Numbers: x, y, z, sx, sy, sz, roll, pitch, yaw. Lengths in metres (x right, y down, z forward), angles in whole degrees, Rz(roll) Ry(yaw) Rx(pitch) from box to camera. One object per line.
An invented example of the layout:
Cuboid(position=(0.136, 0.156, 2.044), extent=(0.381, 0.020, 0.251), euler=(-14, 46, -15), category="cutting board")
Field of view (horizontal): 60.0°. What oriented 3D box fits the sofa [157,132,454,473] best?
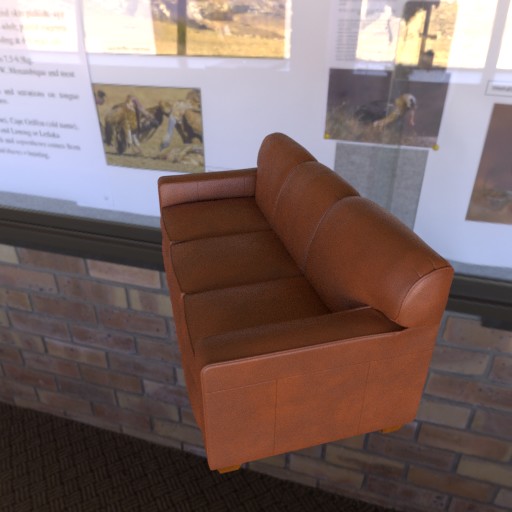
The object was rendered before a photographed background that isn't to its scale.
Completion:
Cuboid(position=(0.000, 0.000, 2.542), extent=(1.008, 0.953, 2.039), euler=(-8, 31, -13), category="sofa")
